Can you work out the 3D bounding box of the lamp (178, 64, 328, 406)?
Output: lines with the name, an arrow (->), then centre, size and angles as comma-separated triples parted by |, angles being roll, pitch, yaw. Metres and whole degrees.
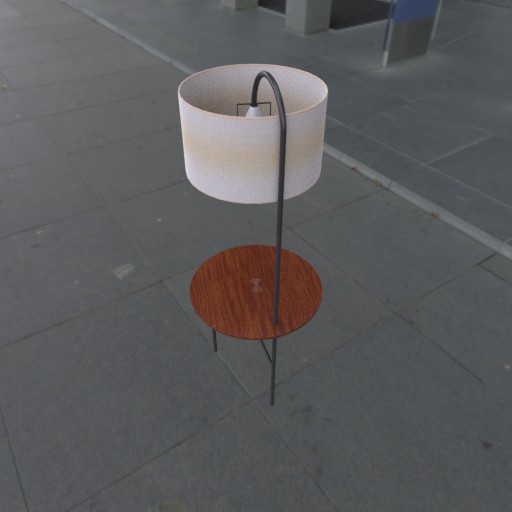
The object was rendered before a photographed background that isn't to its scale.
lamp -> 0.000, 0.000, 1.814 | 0.573, 1.517, 0.573 | 0, 40, 0
